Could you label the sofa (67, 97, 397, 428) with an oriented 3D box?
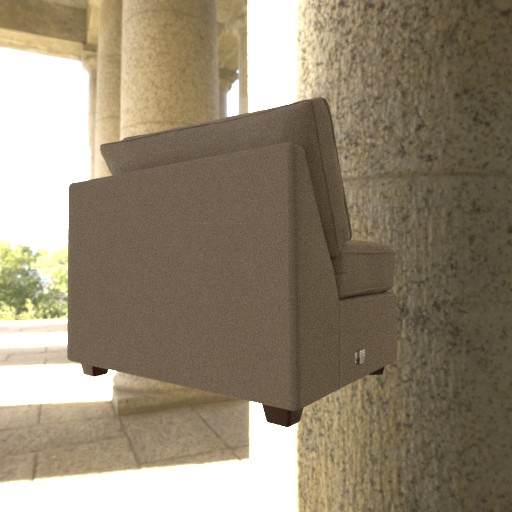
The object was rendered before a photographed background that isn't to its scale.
[{"bbox_3d":[0.000,0.000,1.813,1.050,0.937,1.042,-1,-1,37],"label":"sofa"}]
